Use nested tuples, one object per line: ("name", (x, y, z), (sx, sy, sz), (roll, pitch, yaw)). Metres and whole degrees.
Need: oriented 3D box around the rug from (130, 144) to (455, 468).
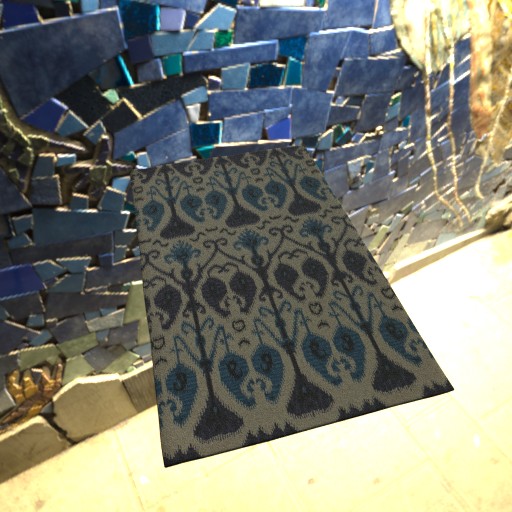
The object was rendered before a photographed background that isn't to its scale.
("rug", (0.000, 0.000, 2.101), (1.072, 0.013, 1.698), (-11, 48, -10))
